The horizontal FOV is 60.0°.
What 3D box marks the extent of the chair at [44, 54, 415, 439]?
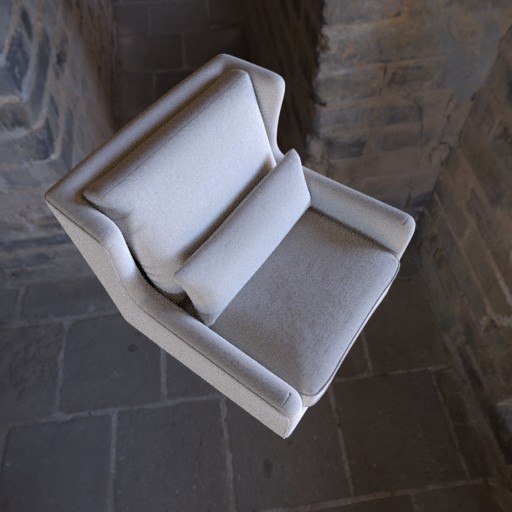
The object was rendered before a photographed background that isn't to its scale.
[{"bbox_3d":[0.000,0.000,1.859,1.040,1.056,0.982,31,63,18],"label":"chair"}]
